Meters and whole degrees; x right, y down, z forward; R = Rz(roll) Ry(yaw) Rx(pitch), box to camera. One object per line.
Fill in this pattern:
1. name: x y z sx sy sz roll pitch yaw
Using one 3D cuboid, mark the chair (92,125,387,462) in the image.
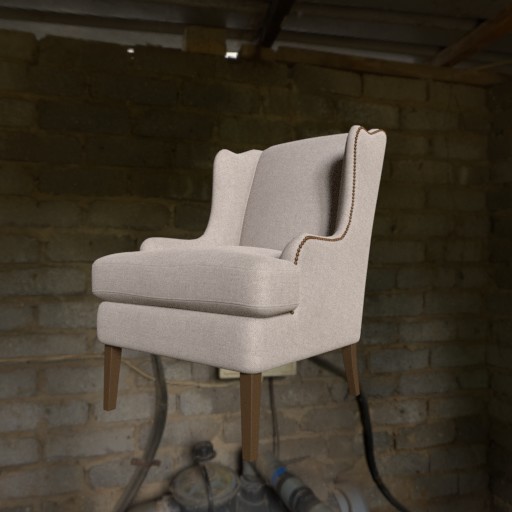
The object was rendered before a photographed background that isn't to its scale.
1. chair: 0.000 0.000 1.649 0.737 1.029 0.940 0 1 37
